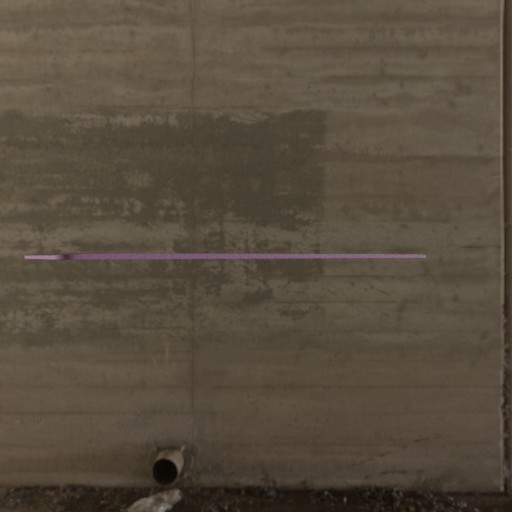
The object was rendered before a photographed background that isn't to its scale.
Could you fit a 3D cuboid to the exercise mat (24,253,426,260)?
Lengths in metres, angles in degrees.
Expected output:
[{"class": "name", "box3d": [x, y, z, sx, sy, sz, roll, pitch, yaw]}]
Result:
[{"class": "exercise mat", "box3d": [0.000, 0.000, 2.074, 1.869, 0.021, 0.616, 0, 0, -36]}]
